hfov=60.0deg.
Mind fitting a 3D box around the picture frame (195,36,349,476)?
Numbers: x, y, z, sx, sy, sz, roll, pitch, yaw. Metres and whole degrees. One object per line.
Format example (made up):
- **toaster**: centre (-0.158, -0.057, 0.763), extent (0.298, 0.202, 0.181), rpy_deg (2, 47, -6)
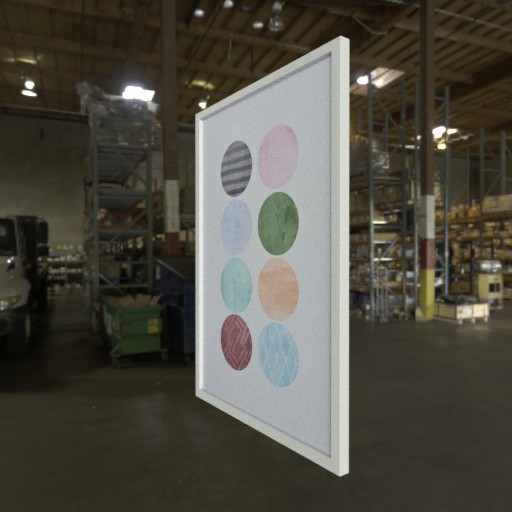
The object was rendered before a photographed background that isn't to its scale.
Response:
- **picture frame**: centre (0.000, 0.000, 0.564), extent (0.013, 0.434, 0.305), rpy_deg (0, 0, -35)
